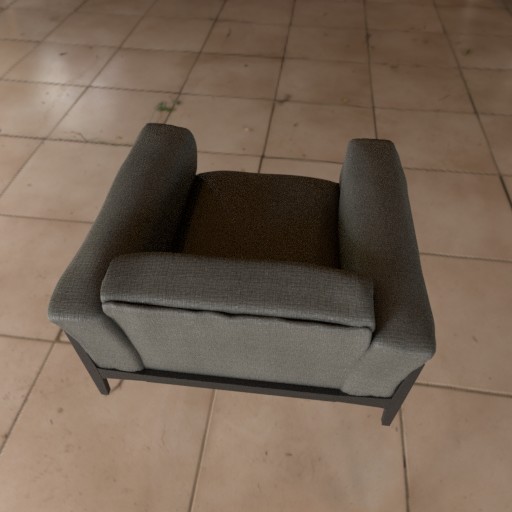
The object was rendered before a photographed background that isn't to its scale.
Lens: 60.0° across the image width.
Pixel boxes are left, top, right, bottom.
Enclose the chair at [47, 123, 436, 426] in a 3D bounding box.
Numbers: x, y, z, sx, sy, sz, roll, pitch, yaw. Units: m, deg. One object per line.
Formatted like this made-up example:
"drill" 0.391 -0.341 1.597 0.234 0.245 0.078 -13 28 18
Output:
"chair" 0.000 0.000 1.628 1.056 0.646 0.969 5 48 4
